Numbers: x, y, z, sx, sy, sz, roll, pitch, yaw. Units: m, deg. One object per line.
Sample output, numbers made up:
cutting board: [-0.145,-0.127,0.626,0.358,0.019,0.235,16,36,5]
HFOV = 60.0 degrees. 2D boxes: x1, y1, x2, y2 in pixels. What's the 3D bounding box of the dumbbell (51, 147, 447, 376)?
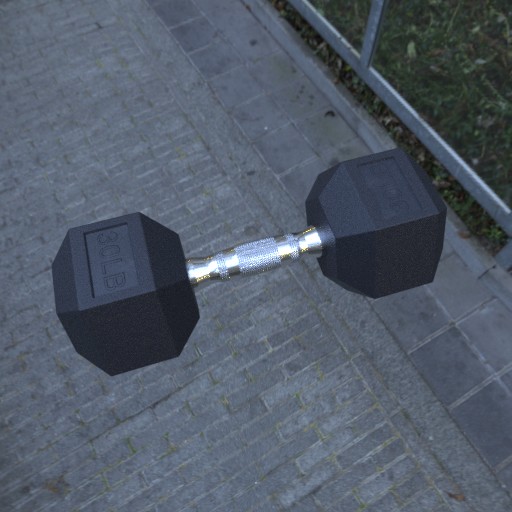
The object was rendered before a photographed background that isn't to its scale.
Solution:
dumbbell: [0.000,0.000,0.408,0.337,0.123,0.142,-15,64,-8]
